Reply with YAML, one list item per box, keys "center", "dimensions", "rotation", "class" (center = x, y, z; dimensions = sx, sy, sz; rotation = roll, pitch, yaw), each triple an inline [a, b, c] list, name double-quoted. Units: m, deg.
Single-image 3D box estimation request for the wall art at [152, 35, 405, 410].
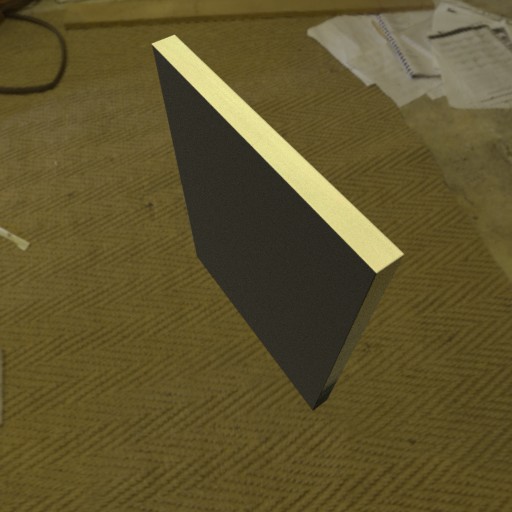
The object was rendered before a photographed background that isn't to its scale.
- center: [0.000, 0.000, 0.828]
  dimensions: [0.040, 0.608, 0.489]
  rotation: [-31, 63, -18]
  class: "wall art"
